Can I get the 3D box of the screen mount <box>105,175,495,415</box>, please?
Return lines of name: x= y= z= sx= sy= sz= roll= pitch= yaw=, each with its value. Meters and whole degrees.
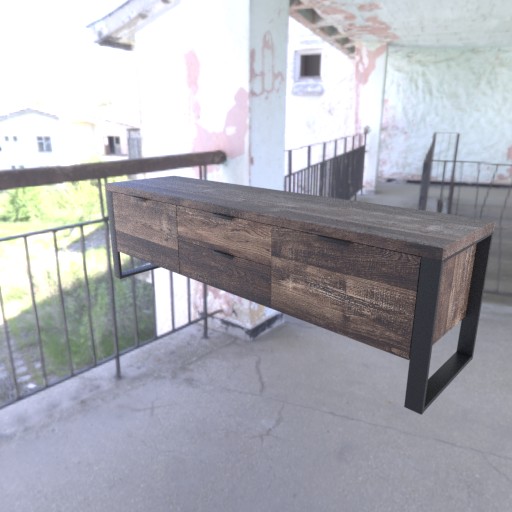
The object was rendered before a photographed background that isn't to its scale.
screen mount: x=0.000 y=0.000 z=1.706 sx=1.524 sy=0.450 sz=0.395 roll=16 pitch=23 yaw=41
